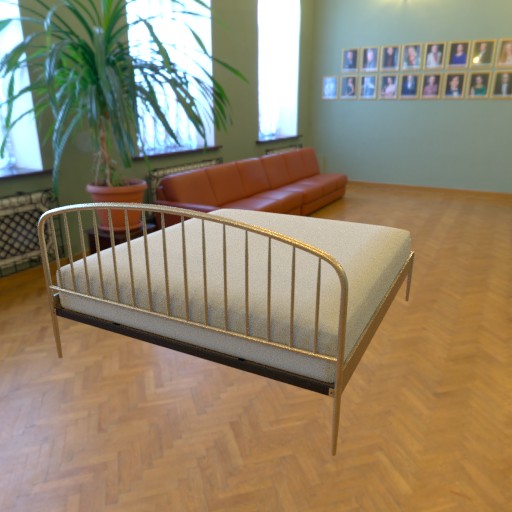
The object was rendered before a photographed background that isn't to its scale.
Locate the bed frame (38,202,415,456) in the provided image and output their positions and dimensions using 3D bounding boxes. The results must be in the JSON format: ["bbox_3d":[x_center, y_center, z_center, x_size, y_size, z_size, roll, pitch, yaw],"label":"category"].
[{"bbox_3d":[0.000,0.000,3.373,2.016,1.174,2.152,9,21,26],"label":"bed frame"}]
